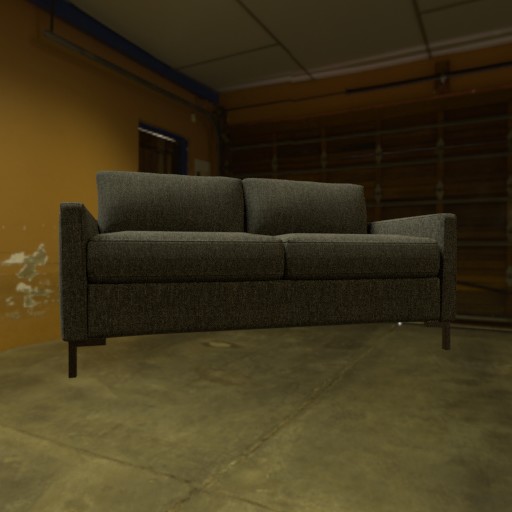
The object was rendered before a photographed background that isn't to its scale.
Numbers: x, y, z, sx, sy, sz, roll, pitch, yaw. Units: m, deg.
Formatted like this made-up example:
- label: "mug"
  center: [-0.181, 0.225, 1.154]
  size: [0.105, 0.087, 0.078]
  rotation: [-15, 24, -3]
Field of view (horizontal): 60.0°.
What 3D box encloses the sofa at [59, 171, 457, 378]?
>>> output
- label: "sofa"
  center: [0.000, 0.000, 2.189]
  size: [1.716, 0.862, 0.866]
  rotation: [0, 0, -17]
